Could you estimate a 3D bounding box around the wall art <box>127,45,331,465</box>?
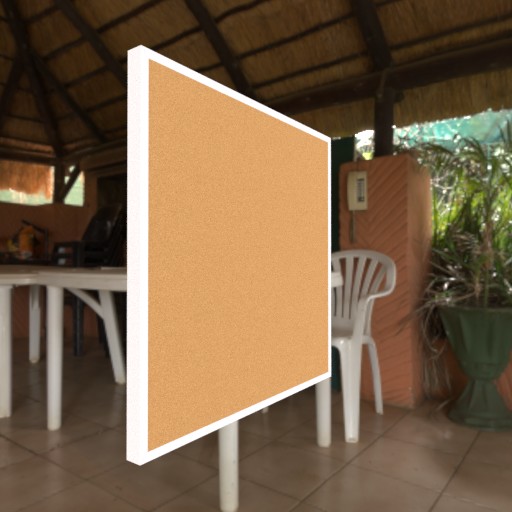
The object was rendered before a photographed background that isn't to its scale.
[{"bbox_3d":[0.000,0.000,1.122,0.038,0.762,0.762,0,-1,36],"label":"wall art"}]
